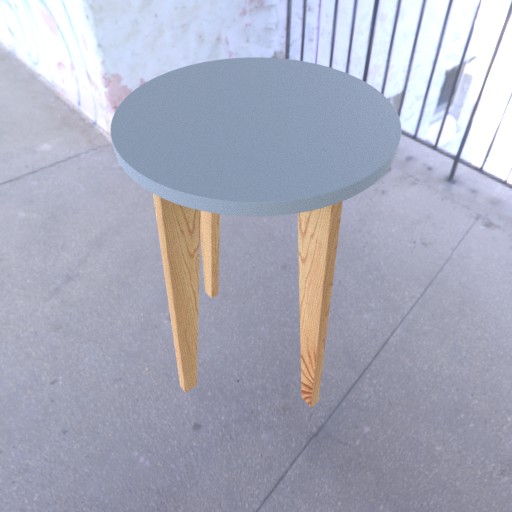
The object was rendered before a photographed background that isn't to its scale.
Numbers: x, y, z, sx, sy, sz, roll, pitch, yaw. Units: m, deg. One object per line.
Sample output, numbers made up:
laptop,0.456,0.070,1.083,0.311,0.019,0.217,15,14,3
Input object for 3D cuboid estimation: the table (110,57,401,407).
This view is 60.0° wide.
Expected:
table,0.000,0.000,0.724,0.350,0.500,0.350,0,45,0
